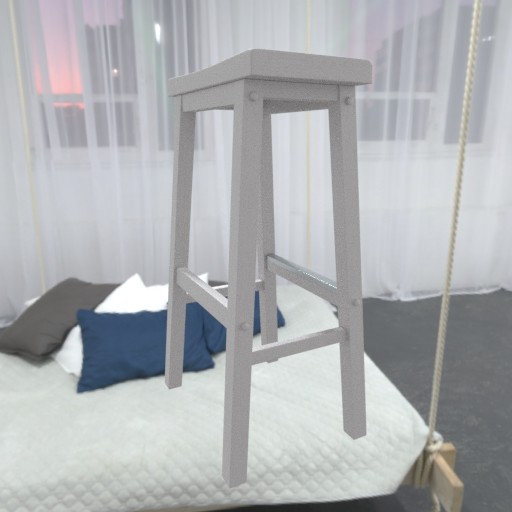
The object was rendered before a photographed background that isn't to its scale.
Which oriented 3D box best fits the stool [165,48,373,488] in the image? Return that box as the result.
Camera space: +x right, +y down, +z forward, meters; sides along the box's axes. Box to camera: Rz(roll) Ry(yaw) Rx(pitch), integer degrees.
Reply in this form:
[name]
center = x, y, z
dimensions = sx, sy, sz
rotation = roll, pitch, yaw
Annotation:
[stool]
center = 0.000, 0.000, 0.954
dimensions = 0.322, 0.742, 0.406
rotation = -8, 17, -27
